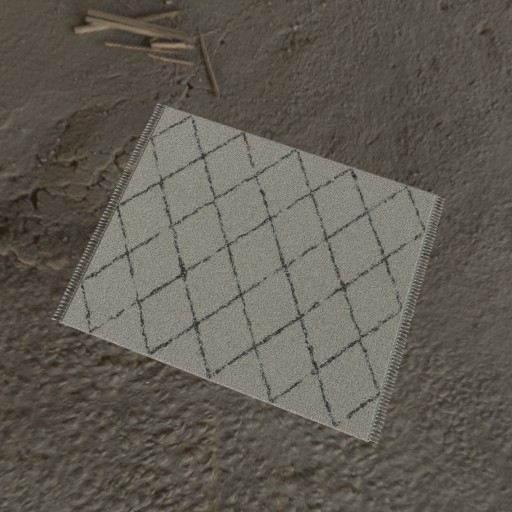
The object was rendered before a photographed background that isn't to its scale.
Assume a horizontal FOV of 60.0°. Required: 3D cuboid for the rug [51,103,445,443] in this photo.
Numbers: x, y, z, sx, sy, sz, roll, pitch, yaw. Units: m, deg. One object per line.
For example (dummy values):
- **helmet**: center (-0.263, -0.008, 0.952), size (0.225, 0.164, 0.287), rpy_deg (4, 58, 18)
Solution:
- **rug**: center (0.000, 0.000, 4.142), size (3.051, 0.013, 2.380), rpy_deg (20, 76, 5)
